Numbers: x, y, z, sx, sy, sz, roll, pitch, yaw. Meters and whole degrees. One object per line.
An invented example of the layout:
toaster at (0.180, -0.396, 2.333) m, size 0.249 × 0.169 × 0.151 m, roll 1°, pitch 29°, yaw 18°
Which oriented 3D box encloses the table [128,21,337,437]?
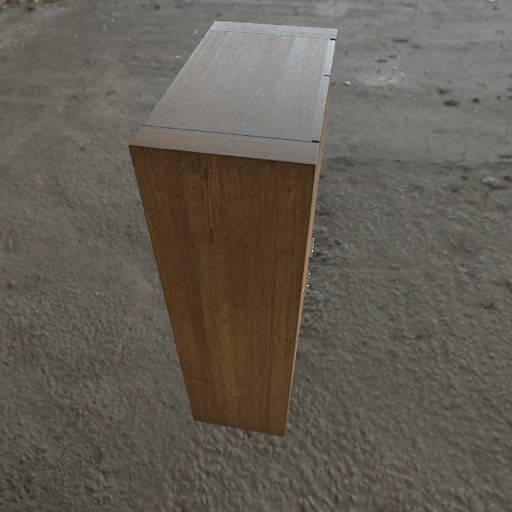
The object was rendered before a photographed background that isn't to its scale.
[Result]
table at (0.000, 0.000, 2.425) m, size 0.600 × 2.000 × 1.100 m, roll 8°, pitch 47°, yaw 7°
